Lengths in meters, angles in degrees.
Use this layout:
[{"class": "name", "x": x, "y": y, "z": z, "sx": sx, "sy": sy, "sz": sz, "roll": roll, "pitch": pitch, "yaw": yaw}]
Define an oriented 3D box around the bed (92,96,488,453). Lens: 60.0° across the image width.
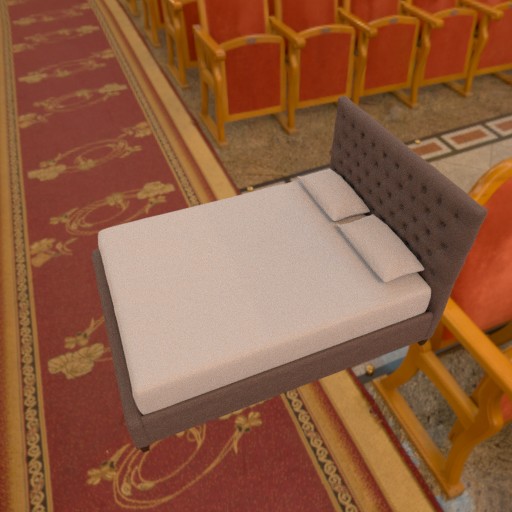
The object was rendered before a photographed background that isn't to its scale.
[{"class": "bed", "x": 0.000, "y": 0.000, "z": 3.373, "sx": 2.387, "sy": 1.427, "sz": 1.698, "roll": -16, "pitch": 47, "yaw": -16}]
